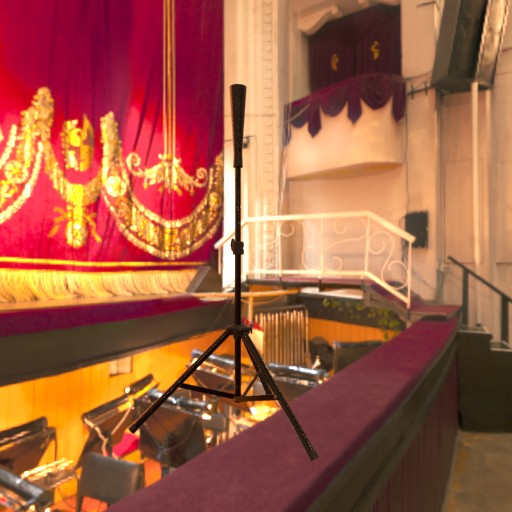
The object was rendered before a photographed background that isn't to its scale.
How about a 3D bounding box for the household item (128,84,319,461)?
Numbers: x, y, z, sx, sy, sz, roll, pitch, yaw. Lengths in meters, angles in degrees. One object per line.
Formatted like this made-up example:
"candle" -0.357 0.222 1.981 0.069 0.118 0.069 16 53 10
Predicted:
"household item" 0.000 0.000 1.403 0.559 1.067 0.559 -1 -1 35
